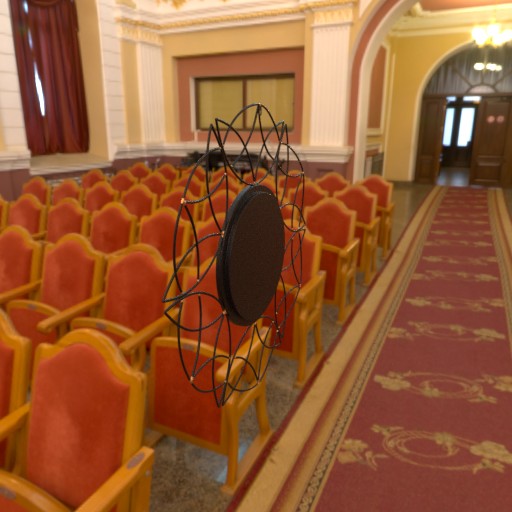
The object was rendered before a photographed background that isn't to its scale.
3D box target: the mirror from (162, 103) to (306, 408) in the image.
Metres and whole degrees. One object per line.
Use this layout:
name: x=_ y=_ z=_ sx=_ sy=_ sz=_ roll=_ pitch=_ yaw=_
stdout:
mirror: x=0.000 y=0.000 z=1.188 sx=0.028 sy=0.775 sz=0.797 roll=8 pitch=18 yaw=25
